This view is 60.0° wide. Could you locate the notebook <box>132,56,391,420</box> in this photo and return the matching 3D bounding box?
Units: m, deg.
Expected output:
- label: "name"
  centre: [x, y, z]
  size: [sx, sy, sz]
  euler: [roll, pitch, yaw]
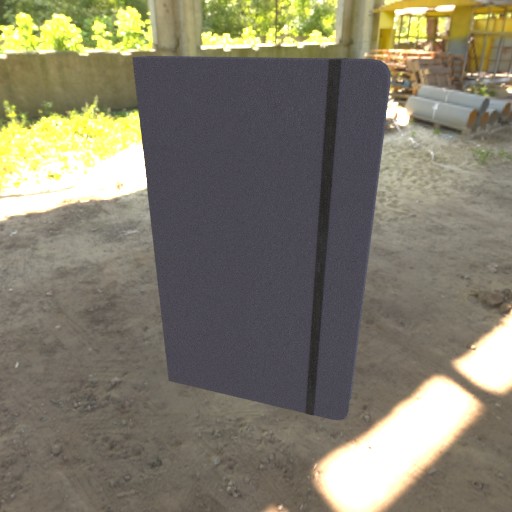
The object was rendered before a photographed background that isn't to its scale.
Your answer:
- label: "notebook"
  centre: [0.000, 0.000, 0.260]
  size: [0.127, 0.213, 0.016]
  euler: [8, 27, 16]
